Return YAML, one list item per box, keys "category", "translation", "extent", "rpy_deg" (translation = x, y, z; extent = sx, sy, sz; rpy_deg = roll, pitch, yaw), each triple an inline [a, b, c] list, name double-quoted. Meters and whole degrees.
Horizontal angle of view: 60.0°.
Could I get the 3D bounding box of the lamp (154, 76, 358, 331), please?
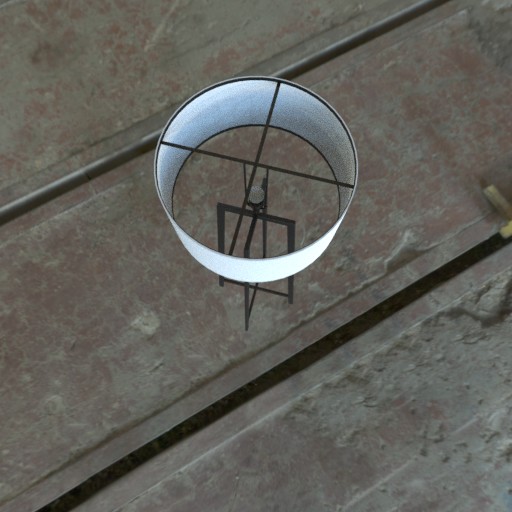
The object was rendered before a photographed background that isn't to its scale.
- category: "lamp"
  translation: [0.000, 0.000, 1.719]
  extent: [0.457, 1.510, 0.456]
  rpy_deg: [14, 74, 4]
